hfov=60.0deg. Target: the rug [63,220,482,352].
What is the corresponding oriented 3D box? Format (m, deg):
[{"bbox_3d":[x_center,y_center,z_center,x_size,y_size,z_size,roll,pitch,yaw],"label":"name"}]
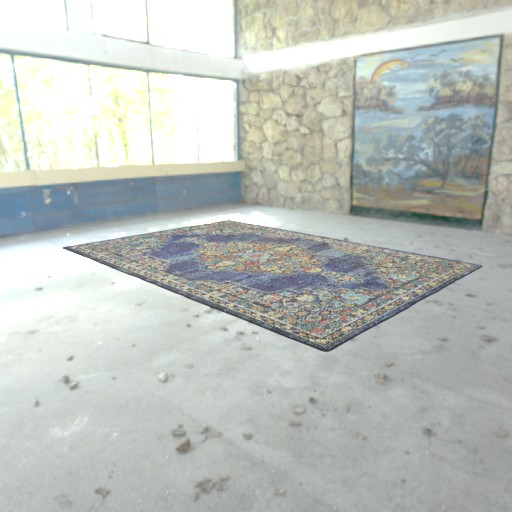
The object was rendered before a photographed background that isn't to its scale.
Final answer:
[{"bbox_3d":[0.000,0.000,3.722,2.940,0.011,2.053,14,20,43],"label":"rug"}]
